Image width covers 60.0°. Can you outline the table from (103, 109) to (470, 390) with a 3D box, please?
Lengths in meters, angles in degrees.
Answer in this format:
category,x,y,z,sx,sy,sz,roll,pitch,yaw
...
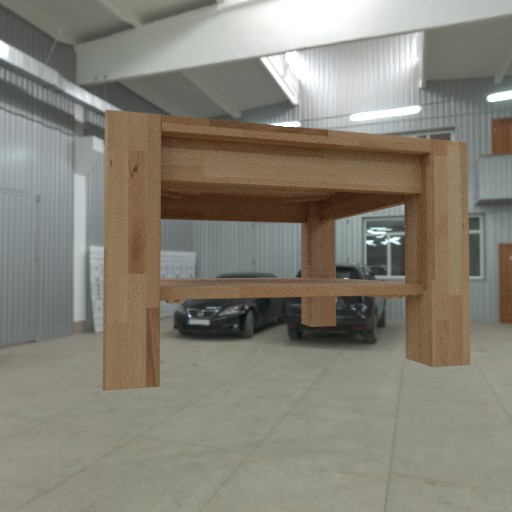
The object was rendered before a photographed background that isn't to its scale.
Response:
category,x,y,z,sx,sy,sz,roll,pitch,yaw
table,0.000,0.000,1.139,0.700,0.451,0.700,0,-2,-16
